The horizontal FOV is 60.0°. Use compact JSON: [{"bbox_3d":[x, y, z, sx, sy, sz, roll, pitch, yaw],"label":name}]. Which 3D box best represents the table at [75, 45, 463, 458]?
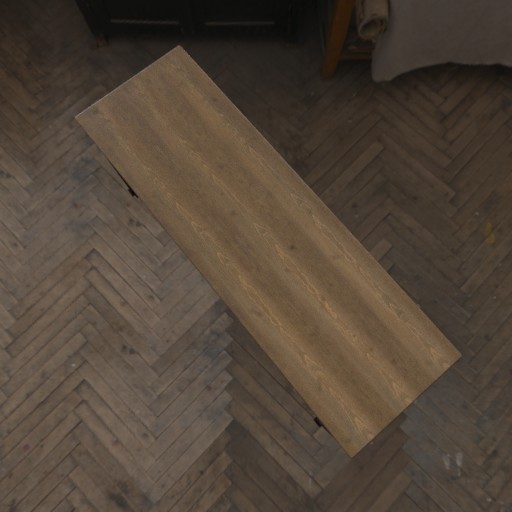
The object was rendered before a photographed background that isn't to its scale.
[{"bbox_3d":[0.000,0.000,2.154,0.551,0.902,1.700,-39,80,-9],"label":"table"}]
